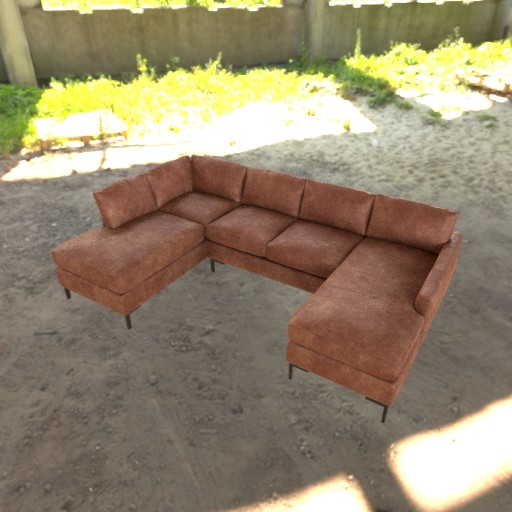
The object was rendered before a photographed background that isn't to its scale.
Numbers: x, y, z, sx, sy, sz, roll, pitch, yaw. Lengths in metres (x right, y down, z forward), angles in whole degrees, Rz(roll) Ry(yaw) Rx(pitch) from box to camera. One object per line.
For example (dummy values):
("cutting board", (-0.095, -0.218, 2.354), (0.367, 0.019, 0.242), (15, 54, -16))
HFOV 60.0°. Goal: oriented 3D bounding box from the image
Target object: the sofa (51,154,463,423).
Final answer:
("sofa", (0.000, 0.000, 3.815), (2.956, 0.900, 1.939), (18, 35, 27))
